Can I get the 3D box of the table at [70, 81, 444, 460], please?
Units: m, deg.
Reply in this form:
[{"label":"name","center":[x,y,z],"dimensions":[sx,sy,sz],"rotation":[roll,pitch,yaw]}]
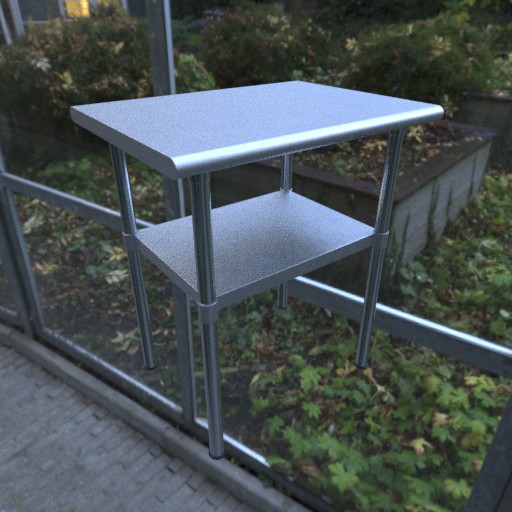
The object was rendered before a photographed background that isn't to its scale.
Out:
[{"label":"table","center":[0.000,0.000,1.343],"dimensions":[0.762,0.876,0.584],"rotation":[-20,35,-31]}]
